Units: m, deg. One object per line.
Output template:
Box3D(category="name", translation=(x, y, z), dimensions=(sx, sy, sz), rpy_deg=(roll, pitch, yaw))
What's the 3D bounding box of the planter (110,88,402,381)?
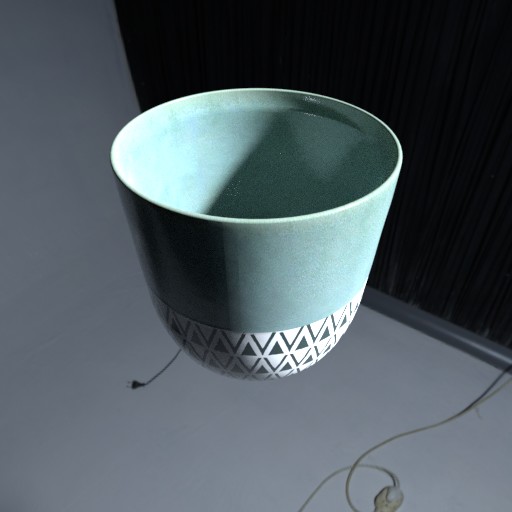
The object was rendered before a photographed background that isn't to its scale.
Box3D(category="planter", translation=(0.000, 0.000, 0.377), dimensions=(0.198, 0.214, 0.198), rpy_deg=(0, 40, 0))
